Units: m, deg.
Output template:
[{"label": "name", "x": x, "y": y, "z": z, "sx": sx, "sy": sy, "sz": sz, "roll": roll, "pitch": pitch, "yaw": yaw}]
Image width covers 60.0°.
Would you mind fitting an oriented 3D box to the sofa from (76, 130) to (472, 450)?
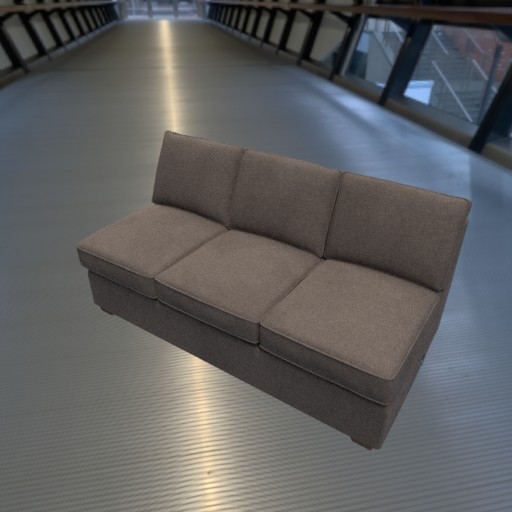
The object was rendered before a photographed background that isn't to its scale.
[{"label": "sofa", "x": 0.000, "y": 0.000, "z": 2.511, "sx": 1.962, "sy": 0.973, "sz": 1.027, "roll": 19, "pitch": 36, "yaw": 29}]
